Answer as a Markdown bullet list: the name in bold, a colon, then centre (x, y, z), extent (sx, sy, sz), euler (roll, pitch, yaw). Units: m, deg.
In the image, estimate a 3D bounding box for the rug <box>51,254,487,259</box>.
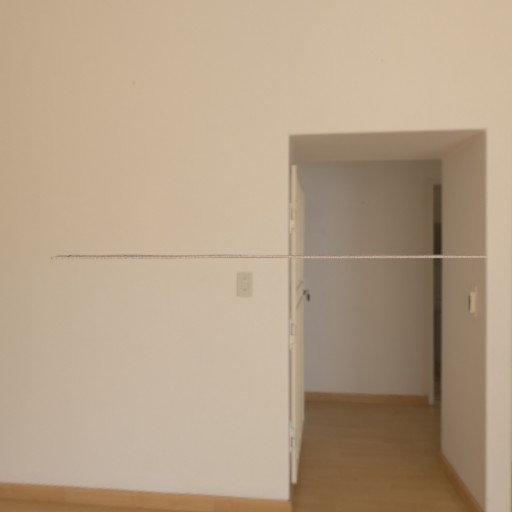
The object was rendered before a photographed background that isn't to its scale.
- **rug**: centre (0.000, 0.000, 2.321), extent (1.829, 0.013, 1.220), euler (0, 0, -19)
